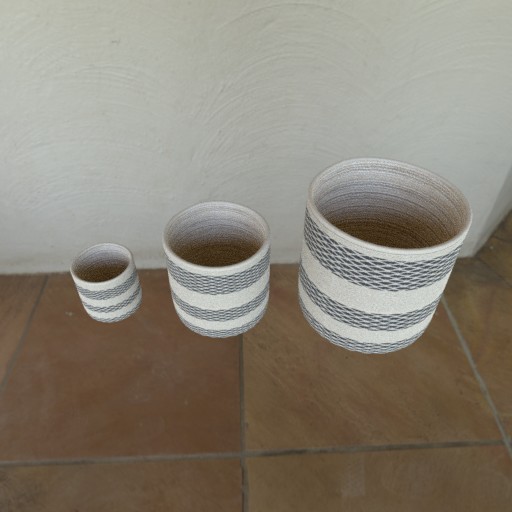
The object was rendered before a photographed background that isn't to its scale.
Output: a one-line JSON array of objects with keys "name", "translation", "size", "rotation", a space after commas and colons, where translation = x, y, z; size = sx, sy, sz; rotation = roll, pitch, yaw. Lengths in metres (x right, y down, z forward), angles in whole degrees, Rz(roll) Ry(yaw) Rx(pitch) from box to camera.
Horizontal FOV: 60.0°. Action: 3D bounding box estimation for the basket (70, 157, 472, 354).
[{"name": "basket", "translation": [0.000, 0.000, 1.077], "size": [0.917, 0.356, 0.351], "rotation": [1, 43, 1]}]
